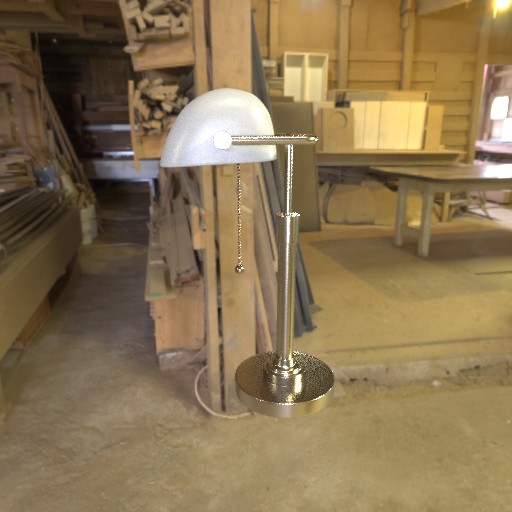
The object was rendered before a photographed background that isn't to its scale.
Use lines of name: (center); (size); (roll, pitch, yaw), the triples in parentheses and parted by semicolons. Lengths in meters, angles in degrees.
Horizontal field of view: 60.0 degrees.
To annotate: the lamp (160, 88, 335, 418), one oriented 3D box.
lamp: (0.000, 0.000, 0.585); (0.227, 0.404, 0.269); (-2, 16, -8)
